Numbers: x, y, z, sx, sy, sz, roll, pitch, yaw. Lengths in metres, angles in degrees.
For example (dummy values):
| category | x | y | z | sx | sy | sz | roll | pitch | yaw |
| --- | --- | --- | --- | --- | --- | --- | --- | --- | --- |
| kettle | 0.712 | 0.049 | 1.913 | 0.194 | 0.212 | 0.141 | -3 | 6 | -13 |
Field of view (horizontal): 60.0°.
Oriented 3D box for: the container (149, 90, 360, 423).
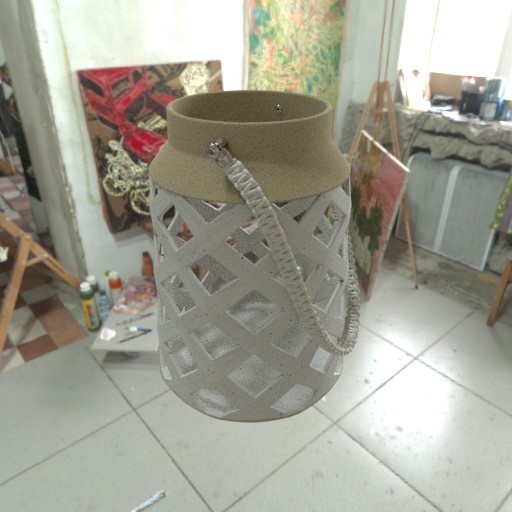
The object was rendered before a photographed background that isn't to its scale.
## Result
| category | x | y | z | sx | sy | sz | roll | pitch | yaw |
| --- | --- | --- | --- | --- | --- | --- | --- | --- | --- |
| container | 0.000 | 0.000 | 0.347 | 0.172 | 0.229 | 0.163 | 10 | 31 | 17 |
